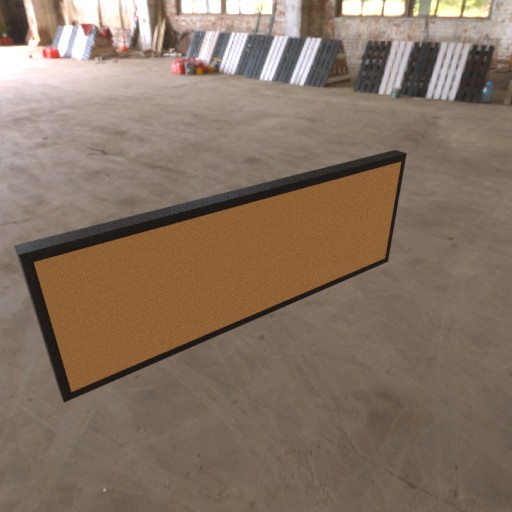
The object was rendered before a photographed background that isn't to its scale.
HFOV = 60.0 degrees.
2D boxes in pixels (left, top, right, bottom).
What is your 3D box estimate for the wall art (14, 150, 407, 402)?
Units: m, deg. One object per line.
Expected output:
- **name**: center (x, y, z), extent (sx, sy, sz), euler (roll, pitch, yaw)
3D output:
- **wall art**: center (0.000, 0.000, 0.941), extent (0.860, 0.303, 0.037), euler (-19, 35, -30)
